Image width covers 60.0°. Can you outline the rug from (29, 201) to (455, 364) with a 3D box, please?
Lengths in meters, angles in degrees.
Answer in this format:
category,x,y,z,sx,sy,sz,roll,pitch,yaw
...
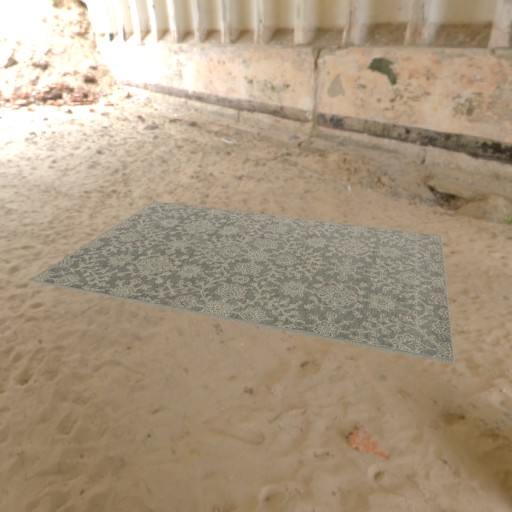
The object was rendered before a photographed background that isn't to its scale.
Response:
category,x,y,z,sx,sy,sz,roll,pitch,yaw
rug,0.000,0.000,3.023,2.430,0.010,1.515,8,28,16
